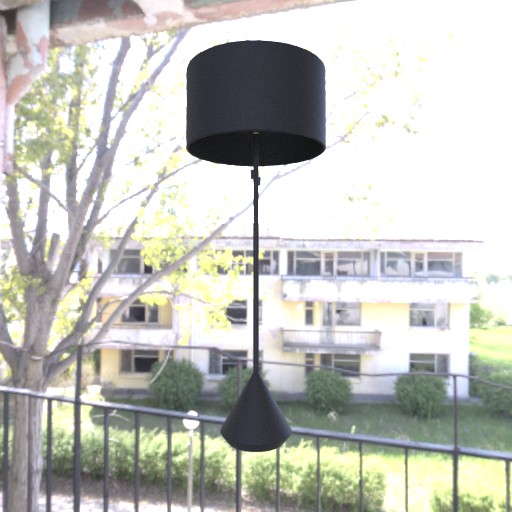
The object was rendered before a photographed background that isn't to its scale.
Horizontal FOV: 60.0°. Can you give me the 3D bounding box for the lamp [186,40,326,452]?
[{"bbox_3d":[0.000,0.000,1.845,0.580,1.526,0.580,0,-1,18],"label":"lamp"}]
